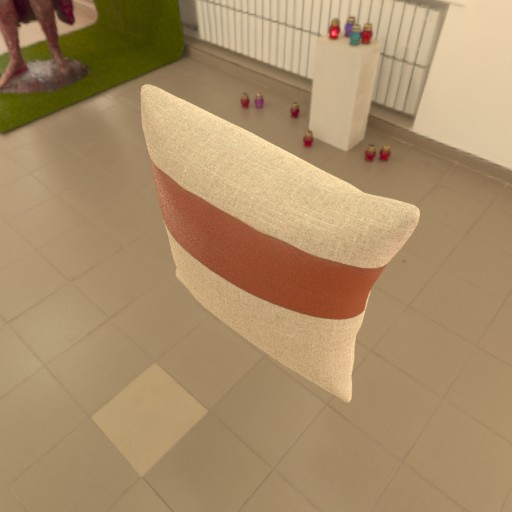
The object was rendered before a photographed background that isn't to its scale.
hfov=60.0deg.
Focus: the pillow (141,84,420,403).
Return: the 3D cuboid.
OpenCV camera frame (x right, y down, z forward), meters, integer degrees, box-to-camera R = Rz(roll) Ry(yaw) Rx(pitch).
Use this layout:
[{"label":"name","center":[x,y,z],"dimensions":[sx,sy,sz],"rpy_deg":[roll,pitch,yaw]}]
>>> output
[{"label":"pillow","center":[0.000,0.000,0.656],"dimensions":[0.414,0.399,0.173],"rpy_deg":[32,54,27]}]
